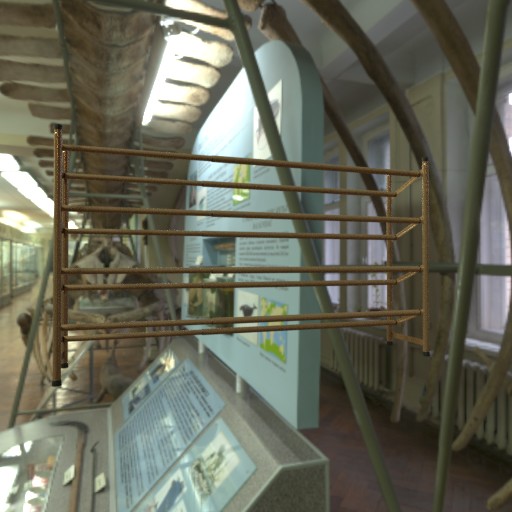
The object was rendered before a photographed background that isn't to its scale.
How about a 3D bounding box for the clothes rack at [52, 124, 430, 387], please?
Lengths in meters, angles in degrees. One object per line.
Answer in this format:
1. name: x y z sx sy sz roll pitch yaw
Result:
1. clothes rack: 0.000 0.000 1.418 1.168 0.672 0.229 0 -1 -18
